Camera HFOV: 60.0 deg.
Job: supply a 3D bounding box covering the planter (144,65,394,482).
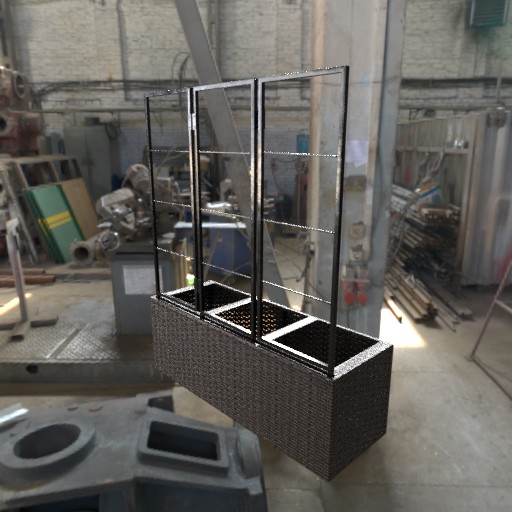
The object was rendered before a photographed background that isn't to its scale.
[{"bbox_3d":[0.000,0.000,1.172,0.244,0.841,0.699,-14,20,-42],"label":"planter"}]
